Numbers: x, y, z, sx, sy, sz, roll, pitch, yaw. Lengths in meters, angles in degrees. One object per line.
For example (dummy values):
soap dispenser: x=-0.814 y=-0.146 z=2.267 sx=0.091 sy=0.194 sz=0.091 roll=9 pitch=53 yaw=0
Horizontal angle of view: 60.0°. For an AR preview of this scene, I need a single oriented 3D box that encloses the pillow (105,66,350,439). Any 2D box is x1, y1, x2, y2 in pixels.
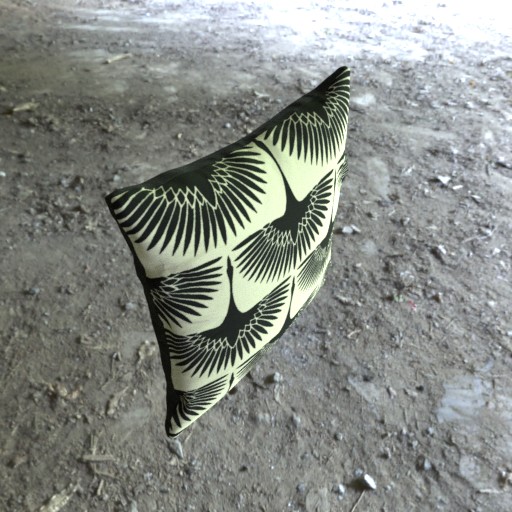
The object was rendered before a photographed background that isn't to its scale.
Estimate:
pillow: x=0.000 y=0.000 z=0.654 sx=0.139 sy=0.432 sz=0.432 roll=27 pitch=48 yaw=27
